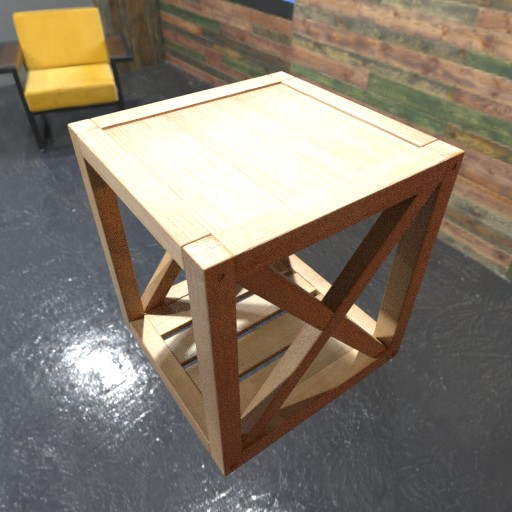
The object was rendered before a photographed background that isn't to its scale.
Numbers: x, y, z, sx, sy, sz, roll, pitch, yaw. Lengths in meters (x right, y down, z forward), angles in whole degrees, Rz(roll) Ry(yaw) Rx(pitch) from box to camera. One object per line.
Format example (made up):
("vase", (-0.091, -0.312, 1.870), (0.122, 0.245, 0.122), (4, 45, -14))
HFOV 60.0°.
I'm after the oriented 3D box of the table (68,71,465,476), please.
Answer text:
("table", (0.000, 0.000, 1.056), (0.559, 0.610, 0.558), (-25, 46, -26))
